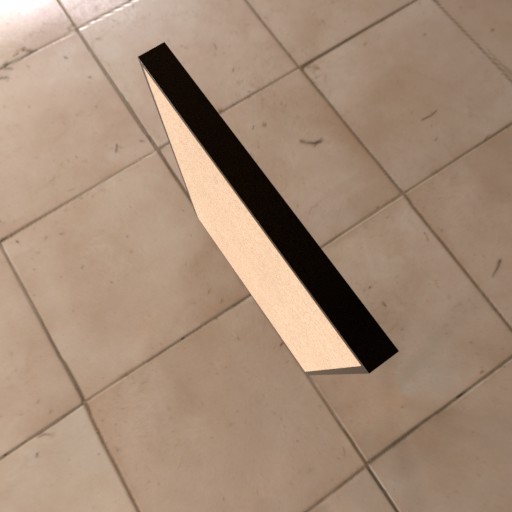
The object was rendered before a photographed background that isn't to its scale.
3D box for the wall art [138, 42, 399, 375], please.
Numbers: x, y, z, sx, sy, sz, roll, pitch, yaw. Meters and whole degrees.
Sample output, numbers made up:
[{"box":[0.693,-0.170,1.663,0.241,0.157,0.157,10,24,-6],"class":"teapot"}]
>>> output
[{"box":[0.000,0.000,0.753,0.038,0.551,0.448,-34,77,-9],"class":"wall art"}]
